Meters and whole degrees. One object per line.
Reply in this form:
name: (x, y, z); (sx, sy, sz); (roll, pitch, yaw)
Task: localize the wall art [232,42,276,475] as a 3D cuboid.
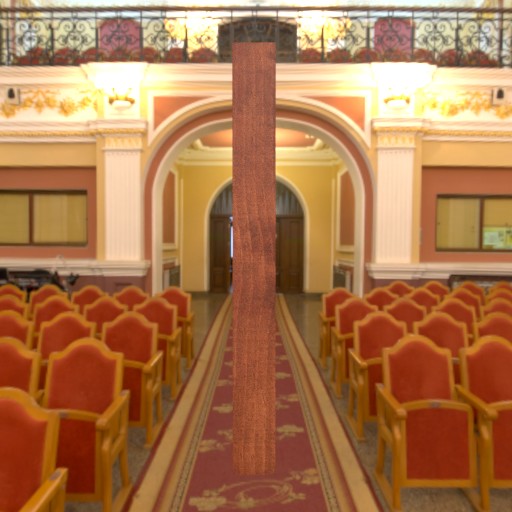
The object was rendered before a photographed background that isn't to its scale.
wall art: (0.000, 0.000, 0.587); (0.038, 0.385, 0.386); (0, 1, 1)
